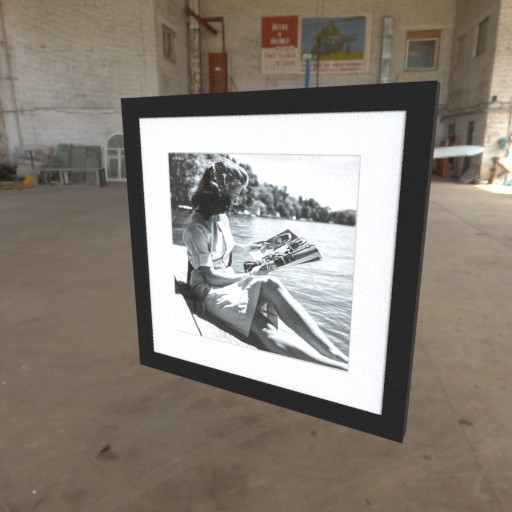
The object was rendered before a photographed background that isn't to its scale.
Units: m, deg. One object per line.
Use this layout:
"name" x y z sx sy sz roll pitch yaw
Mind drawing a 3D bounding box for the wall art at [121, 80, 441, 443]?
"wall art" 0.000 0.000 0.657 0.462 0.458 0.030 8 17 27
